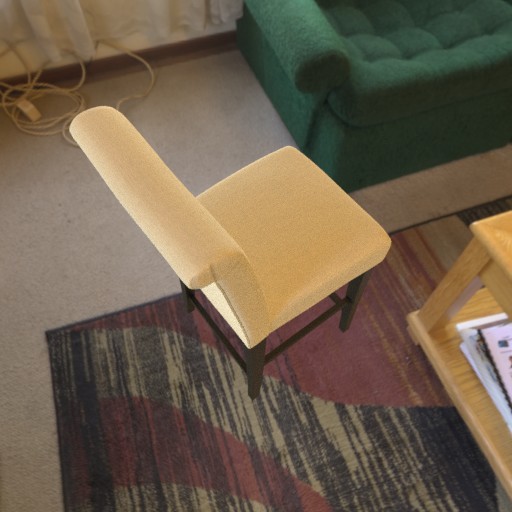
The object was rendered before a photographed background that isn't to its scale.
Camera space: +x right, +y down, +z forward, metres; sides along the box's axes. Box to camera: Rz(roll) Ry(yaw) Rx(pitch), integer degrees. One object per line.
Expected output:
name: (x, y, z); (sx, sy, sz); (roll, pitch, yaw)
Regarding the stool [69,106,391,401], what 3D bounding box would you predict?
stool: (0.000, 0.000, 1.259); (0.597, 0.976, 0.452); (-32, 63, -19)
